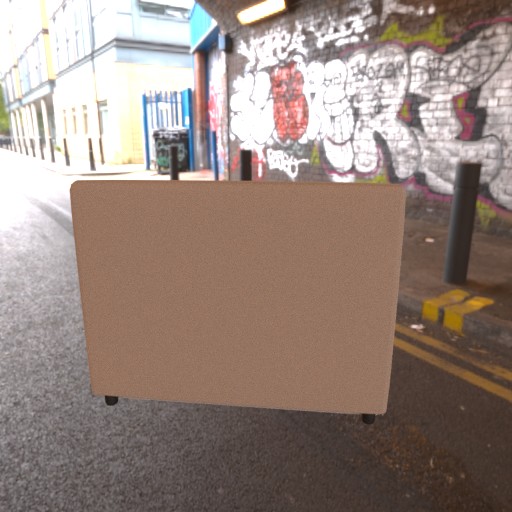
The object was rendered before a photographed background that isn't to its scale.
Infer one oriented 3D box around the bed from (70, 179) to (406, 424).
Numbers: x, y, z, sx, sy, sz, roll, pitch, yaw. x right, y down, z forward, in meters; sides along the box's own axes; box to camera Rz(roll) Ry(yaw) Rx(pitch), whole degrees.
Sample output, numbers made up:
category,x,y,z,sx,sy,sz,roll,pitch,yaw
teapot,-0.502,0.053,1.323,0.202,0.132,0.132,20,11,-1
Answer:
category,x,y,z,sx,sy,sz,roll,pitch,yaw
bed,0.000,0.000,3.341,1.748,1.330,2.142,2,16,6
